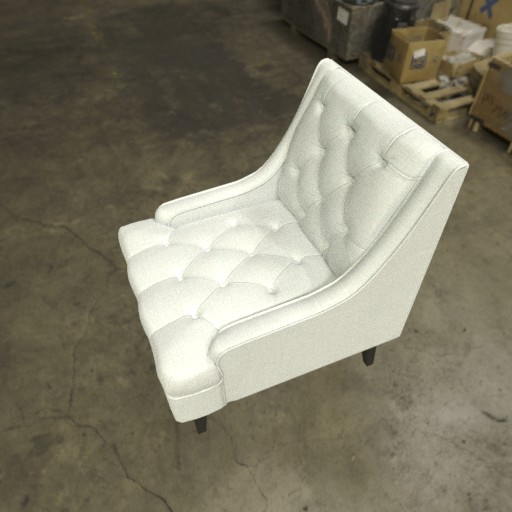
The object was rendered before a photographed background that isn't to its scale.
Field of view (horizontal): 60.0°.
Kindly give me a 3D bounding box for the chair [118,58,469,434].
[{"bbox_3d":[0.000,0.000,1.382,0.772,0.891,0.658,-17,48,-16],"label":"chair"}]
